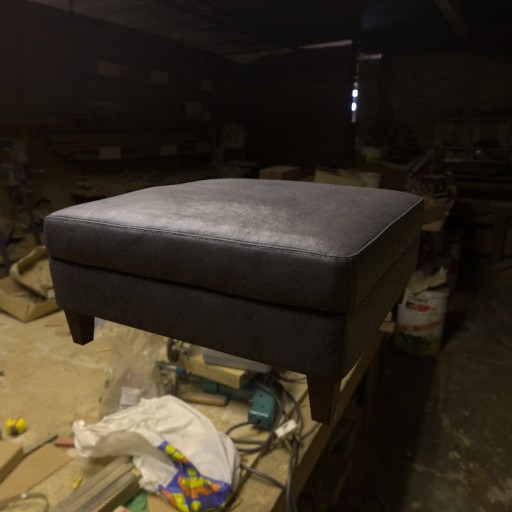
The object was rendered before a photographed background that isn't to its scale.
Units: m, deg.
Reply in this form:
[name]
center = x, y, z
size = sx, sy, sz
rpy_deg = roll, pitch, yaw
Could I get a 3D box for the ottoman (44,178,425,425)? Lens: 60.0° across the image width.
[ottoman]
center = 0.000, 0.000, 1.324
size = 0.836, 0.415, 0.844
rpy_deg = 9, 18, 27
